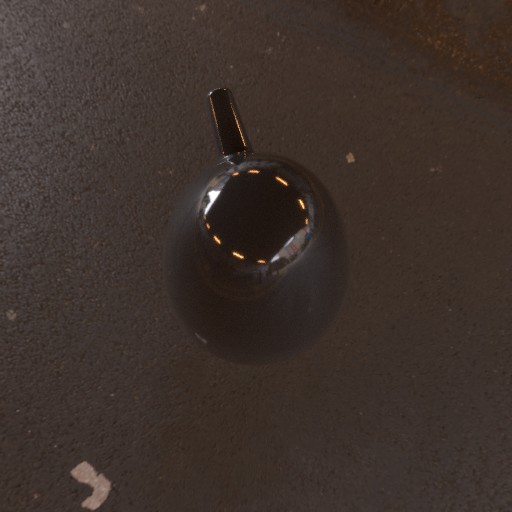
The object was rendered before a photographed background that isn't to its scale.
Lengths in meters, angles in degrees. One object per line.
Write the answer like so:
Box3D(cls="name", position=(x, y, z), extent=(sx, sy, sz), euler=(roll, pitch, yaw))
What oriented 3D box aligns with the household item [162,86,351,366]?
Box3D(cls="household item", position=(0.000, 0.000, 0.219), extent=(0.102, 0.152, 0.104), euler=(-16, 75, -4))
